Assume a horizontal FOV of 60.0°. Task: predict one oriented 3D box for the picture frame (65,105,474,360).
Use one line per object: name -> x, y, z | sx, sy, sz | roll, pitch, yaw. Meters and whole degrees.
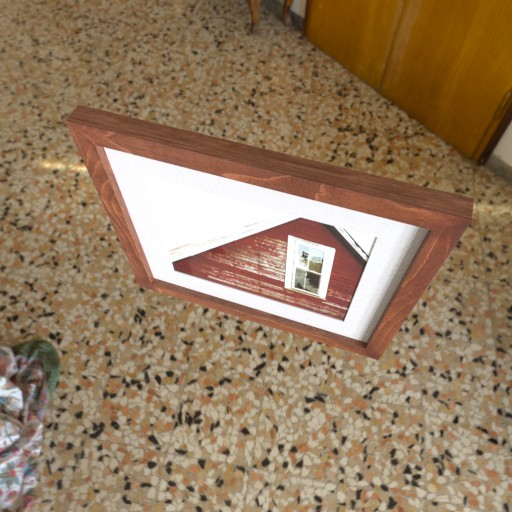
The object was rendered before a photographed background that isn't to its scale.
picture frame -> 0.000, 0.000, 0.540 | 0.381, 0.330, 0.025 | 16, 58, 10
